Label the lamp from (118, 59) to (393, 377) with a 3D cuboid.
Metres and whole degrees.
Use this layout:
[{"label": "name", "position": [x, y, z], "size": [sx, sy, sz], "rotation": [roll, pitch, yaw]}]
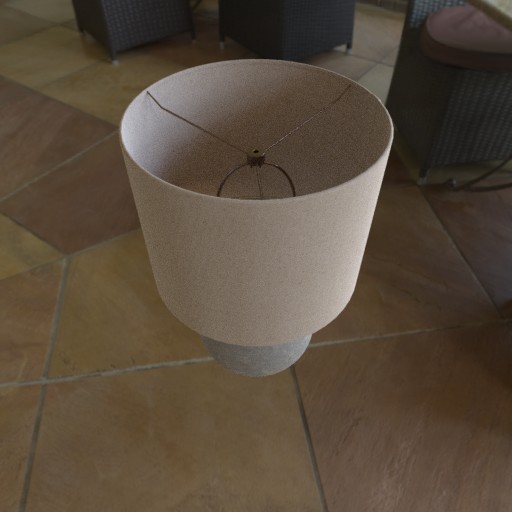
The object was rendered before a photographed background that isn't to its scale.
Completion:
[{"label": "lamp", "position": [0.000, 0.000, 0.591], "size": [0.269, 0.409, 0.269], "rotation": [-4, 47, -4]}]
